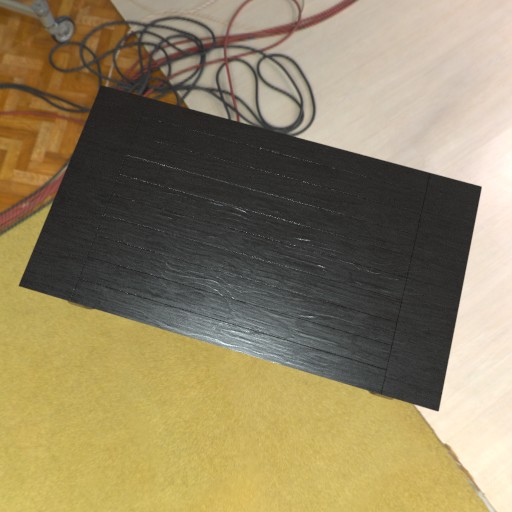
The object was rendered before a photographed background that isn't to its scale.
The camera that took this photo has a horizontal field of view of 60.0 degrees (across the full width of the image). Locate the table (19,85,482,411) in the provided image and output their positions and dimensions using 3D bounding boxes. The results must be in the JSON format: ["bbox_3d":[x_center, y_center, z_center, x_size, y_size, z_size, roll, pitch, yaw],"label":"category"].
[{"bbox_3d":[0.000,0.000,1.373,1.062,0.494,0.600,16,78,3],"label":"table"}]
